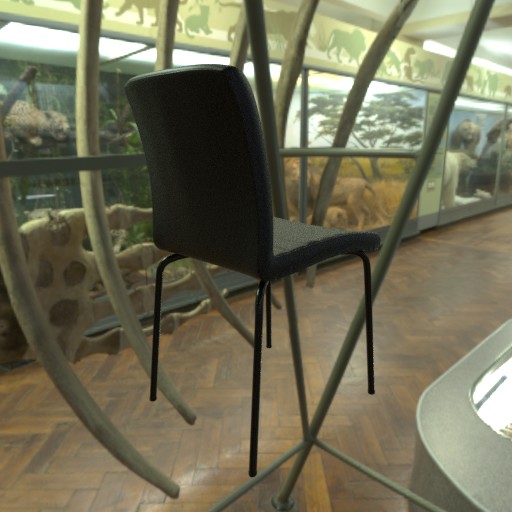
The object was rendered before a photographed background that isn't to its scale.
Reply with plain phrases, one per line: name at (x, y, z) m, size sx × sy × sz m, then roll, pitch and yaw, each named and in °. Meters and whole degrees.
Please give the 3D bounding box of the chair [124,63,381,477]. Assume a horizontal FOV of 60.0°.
chair at (0.000, 0.000, 1.185) m, size 0.572 × 0.872 × 0.450 m, roll -14°, pitch 20°, yaw -43°
